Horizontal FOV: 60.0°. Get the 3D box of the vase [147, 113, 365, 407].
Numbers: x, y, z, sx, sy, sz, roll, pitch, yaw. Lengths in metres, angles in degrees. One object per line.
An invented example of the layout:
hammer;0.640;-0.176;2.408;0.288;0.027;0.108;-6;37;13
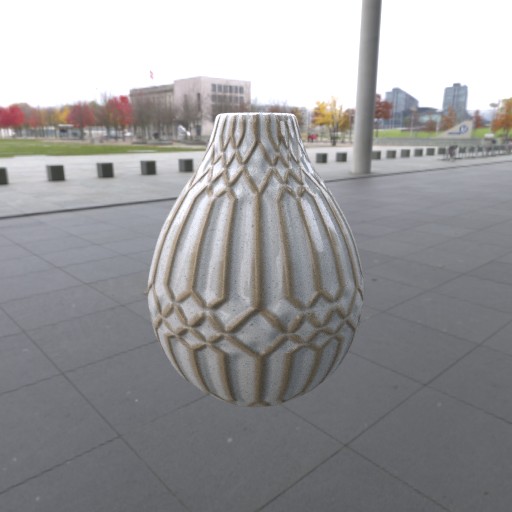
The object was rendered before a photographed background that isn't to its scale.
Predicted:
vase;0.000;0.000;0.328;0.159;0.200;0.159;0;16;0
